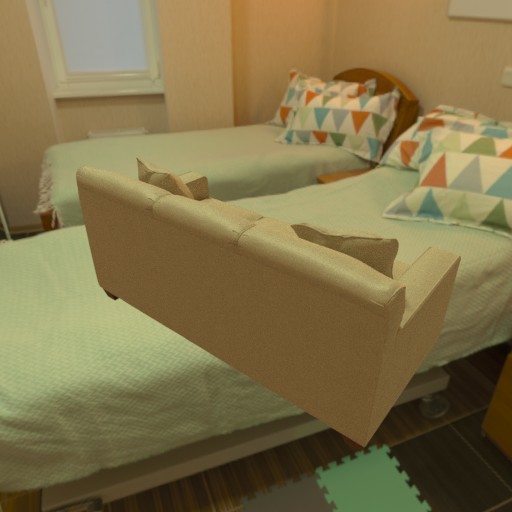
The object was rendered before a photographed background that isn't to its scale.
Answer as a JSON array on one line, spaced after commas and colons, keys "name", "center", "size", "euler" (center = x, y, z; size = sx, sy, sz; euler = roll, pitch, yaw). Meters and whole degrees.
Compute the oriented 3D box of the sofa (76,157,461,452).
[{"name": "sofa", "center": [0.000, 0.000, 2.612], "size": [2.024, 0.958, 0.997], "euler": [22, 37, 33]}]
